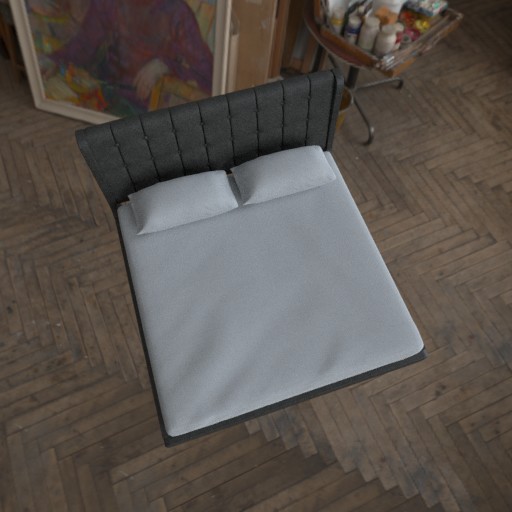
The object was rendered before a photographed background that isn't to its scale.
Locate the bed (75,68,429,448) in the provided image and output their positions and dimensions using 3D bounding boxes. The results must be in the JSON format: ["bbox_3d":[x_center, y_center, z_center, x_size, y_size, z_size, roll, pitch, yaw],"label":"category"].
[{"bbox_3d":[0.000,0.000,3.188,1.903,1.158,2.031,-16,66,-8],"label":"bed"}]
